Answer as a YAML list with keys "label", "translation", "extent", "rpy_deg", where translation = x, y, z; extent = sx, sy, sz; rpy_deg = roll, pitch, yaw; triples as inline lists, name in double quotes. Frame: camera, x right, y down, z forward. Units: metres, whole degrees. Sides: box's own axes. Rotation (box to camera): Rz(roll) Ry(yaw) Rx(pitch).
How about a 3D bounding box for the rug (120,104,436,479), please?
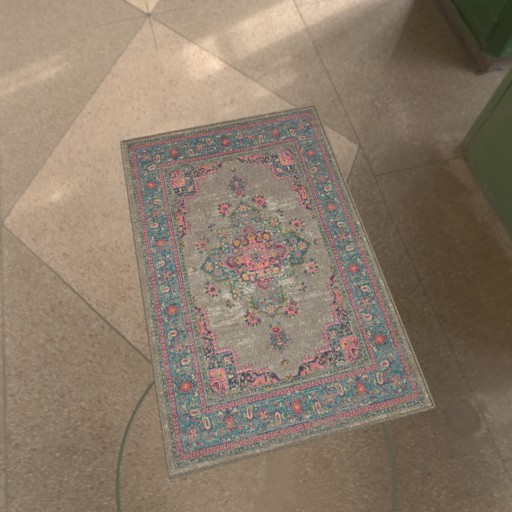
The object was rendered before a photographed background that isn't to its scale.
- label: "rug"
  translation: [0.000, 0.000, 2.180]
  extent: [1.144, 0.014, 1.748]
  rpy_deg: [-12, 65, -6]
